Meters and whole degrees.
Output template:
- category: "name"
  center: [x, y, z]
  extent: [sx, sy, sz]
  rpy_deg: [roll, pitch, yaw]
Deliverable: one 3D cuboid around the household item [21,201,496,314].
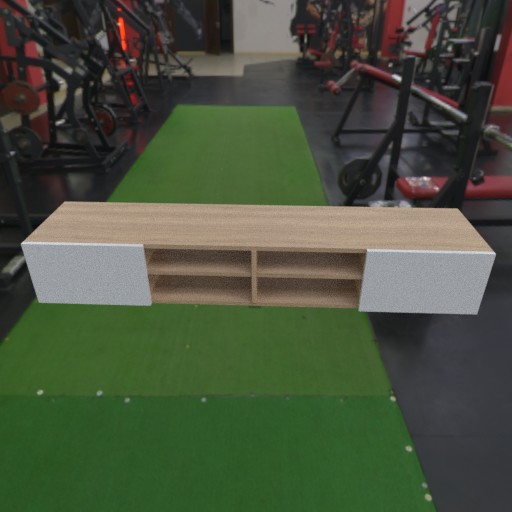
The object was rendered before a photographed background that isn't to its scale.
- category: "household item"
  center: [0.000, 0.000, 1.983]
  extent: [1.850, 0.310, 0.420]
  rpy_deg: [1, 30, 2]
